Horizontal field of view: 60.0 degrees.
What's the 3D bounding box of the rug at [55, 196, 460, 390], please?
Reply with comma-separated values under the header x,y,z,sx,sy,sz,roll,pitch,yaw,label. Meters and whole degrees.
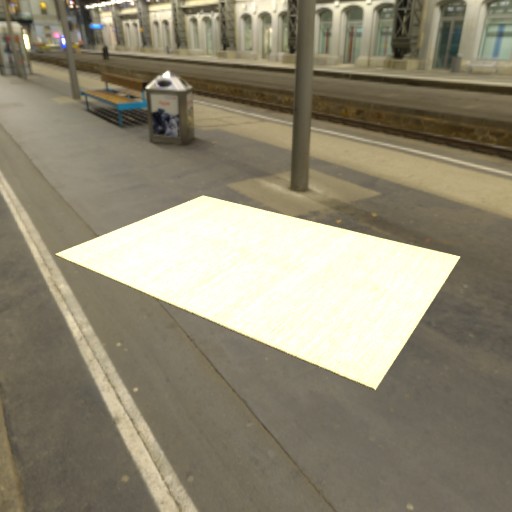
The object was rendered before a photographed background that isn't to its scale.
x,y,z,sx,sy,sz,roll,pitch,yaw,label
0.000,0.000,2.437,1.850,0.015,1.250,17,31,31,rug
